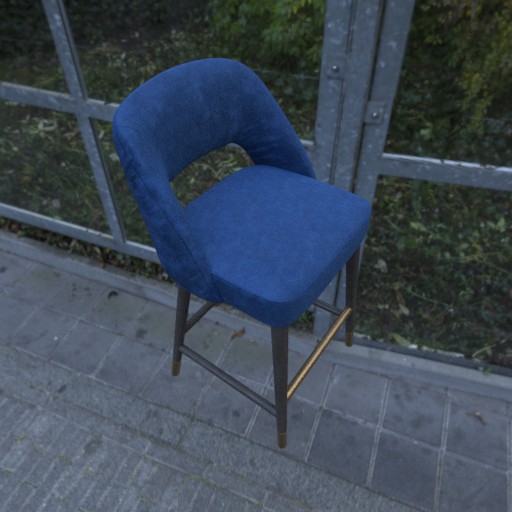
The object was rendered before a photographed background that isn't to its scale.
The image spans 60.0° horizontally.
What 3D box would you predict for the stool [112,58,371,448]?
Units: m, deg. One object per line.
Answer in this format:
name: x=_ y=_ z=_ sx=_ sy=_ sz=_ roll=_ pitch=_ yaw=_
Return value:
stool: x=0.000 y=0.000 z=1.238 sx=0.524 sy=0.925 sz=0.536 roll=25 pitch=48 yaw=25
